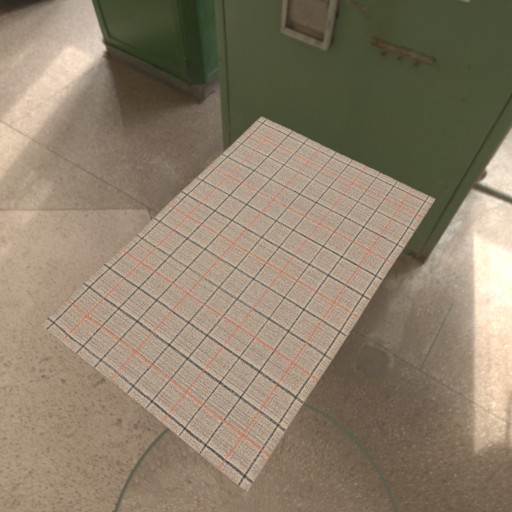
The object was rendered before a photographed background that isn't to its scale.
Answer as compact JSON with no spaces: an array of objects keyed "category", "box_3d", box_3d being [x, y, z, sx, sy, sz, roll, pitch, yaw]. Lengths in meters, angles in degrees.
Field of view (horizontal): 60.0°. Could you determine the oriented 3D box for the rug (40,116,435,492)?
[{"category":"rug","box_3d":[0.000,0.000,2.323,1.220,0.013,1.829,31,62,18]}]
